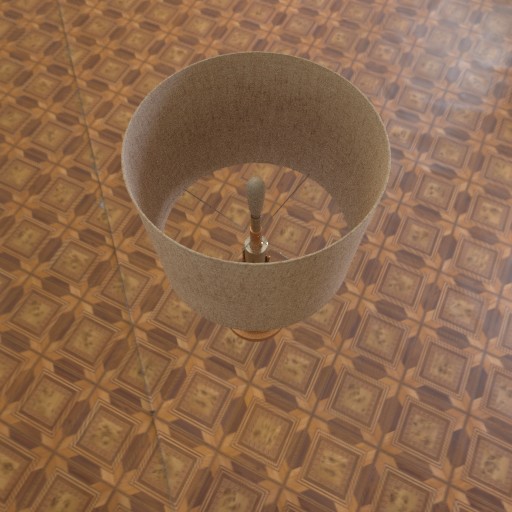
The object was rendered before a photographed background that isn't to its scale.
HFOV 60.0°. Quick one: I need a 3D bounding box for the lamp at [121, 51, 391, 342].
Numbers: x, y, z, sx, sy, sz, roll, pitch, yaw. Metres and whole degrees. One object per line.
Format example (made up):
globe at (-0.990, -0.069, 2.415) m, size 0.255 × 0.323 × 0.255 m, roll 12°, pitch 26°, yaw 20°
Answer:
lamp at (0.000, 0.000, 0.806) m, size 0.321 × 0.610 × 0.321 m, roll -5°, pitch 64°, yaw -3°
